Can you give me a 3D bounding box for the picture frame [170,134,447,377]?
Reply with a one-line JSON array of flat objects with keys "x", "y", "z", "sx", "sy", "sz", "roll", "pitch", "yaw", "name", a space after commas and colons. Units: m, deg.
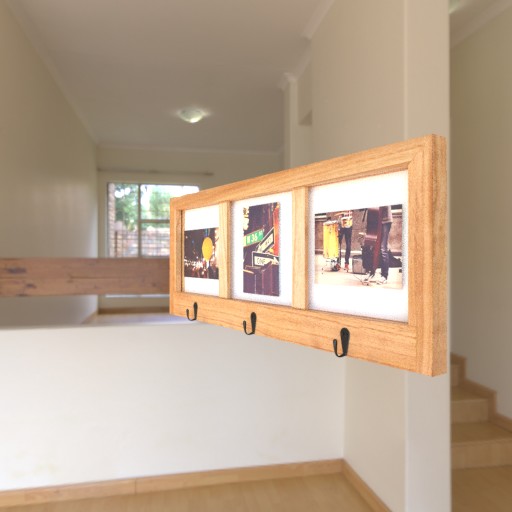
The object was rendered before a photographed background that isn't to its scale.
[{"x": 0.000, "y": 0.000, "z": 0.662, "sx": 0.045, "sy": 0.234, "sz": 0.582, "roll": 0, "pitch": 0, "yaw": -36, "name": "picture frame"}]
